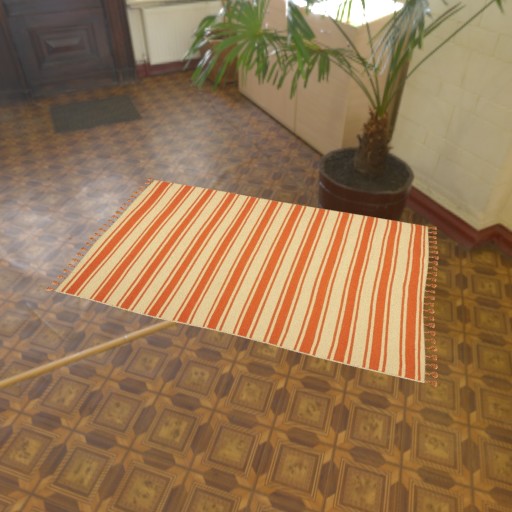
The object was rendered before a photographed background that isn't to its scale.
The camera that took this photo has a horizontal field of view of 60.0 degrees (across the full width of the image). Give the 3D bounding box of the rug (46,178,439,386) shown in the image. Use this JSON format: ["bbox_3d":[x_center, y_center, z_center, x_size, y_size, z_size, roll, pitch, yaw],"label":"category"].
[{"bbox_3d":[0.000,0.000,2.660,2.092,0.017,1.232,11,42,13],"label":"rug"}]
